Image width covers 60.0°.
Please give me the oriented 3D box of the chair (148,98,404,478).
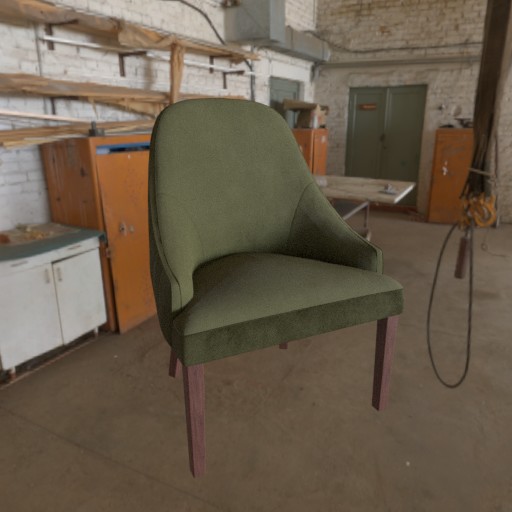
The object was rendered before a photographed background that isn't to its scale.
[{"bbox_3d":[0.000,0.000,1.294,0.643,0.889,0.575,-8,19,-25],"label":"chair"}]
